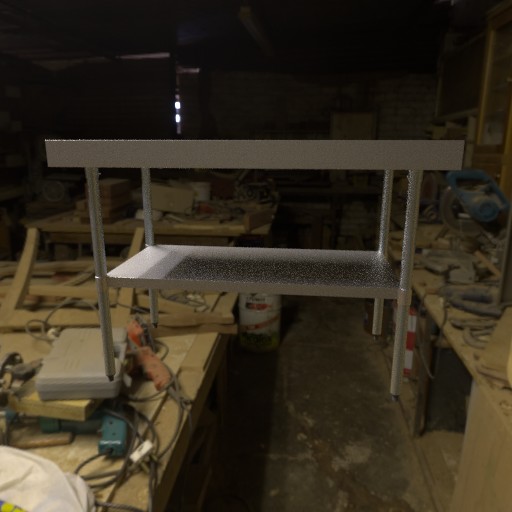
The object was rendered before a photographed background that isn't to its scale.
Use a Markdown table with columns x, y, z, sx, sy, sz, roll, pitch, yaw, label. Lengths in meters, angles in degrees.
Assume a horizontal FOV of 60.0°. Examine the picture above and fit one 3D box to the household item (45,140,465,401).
| x | y | z | sx | sy | sz | roll | pitch | yaw | label |
| --- | --- | --- | --- | --- | --- | --- | --- | --- | --- |
| 0.000 | 0.000 | 1.679 | 1.219 | 0.851 | 0.610 | 2 | 15 | 7 | household item |
